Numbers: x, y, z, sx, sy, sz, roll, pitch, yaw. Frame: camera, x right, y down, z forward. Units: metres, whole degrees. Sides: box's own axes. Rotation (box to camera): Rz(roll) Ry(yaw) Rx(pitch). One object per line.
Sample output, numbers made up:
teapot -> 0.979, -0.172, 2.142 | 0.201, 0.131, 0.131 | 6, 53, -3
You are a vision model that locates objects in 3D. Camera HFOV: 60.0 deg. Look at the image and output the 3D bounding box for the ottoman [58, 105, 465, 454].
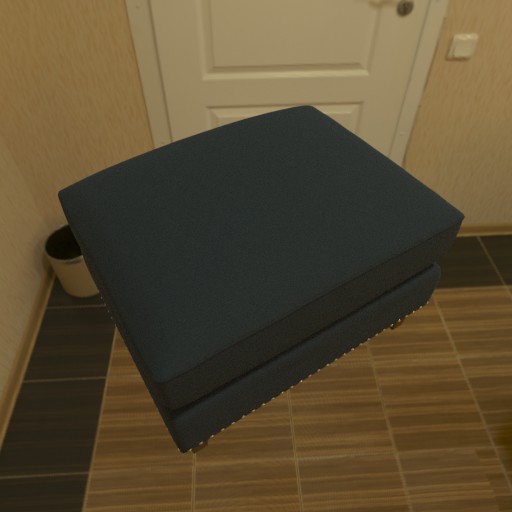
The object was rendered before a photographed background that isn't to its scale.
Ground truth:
ottoman -> 0.000, 0.000, 1.118 | 0.741, 0.513, 0.584 | -25, 53, -21
